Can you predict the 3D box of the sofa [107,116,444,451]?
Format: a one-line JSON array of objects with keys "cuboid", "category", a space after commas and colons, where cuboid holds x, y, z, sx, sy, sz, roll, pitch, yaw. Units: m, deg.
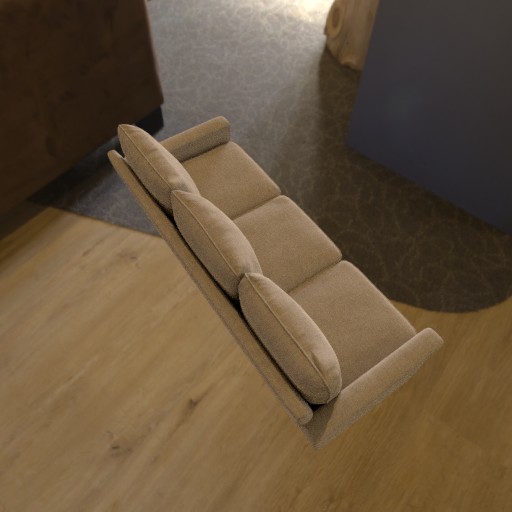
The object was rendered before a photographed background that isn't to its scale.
[{"cuboid": [0.000, 0.000, 2.452, 0.828, 0.959, 1.925, -30, 62, -18], "category": "sofa"}]
